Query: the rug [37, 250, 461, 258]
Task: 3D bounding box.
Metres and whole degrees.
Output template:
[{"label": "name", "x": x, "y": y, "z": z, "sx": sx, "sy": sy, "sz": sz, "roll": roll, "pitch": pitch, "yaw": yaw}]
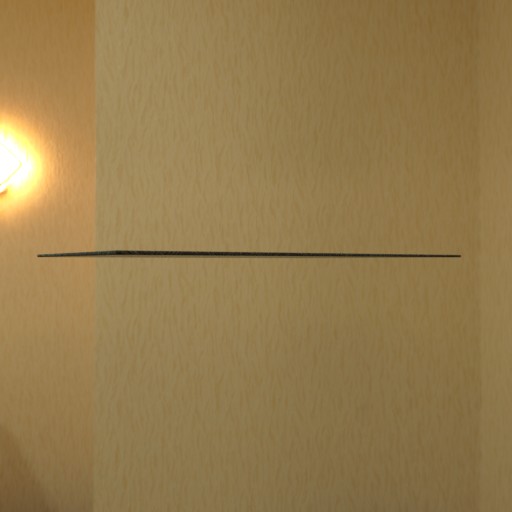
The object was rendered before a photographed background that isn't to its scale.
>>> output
[{"label": "rug", "x": 0.000, "y": 0.000, "z": 2.877, "sx": 2.330, "sy": 0.017, "sz": 1.478, "roll": 0, "pitch": -1, "yaw": -36}]
